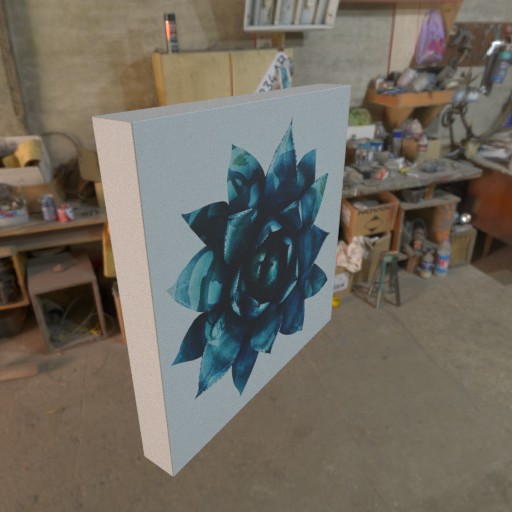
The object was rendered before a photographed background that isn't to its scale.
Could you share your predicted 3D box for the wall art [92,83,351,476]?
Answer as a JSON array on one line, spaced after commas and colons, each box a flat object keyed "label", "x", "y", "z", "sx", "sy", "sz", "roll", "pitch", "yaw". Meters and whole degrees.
[{"label": "wall art", "x": 0.000, "y": 0.000, "z": 0.448, "sx": 0.038, "sy": 0.305, "sz": 0.305, "roll": 17, "pitch": 31, "yaw": 32}]
